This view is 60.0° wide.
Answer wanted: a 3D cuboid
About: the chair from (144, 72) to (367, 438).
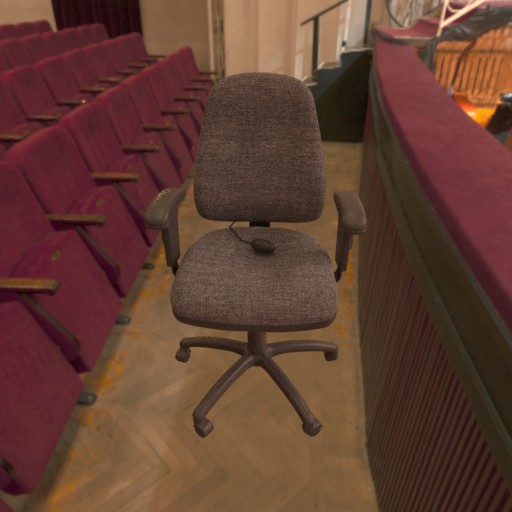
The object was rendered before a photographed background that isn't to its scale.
[{"bbox_3d":[0.000,0.000,1.234,0.550,0.910,0.530,2,31,3],"label":"chair"}]
